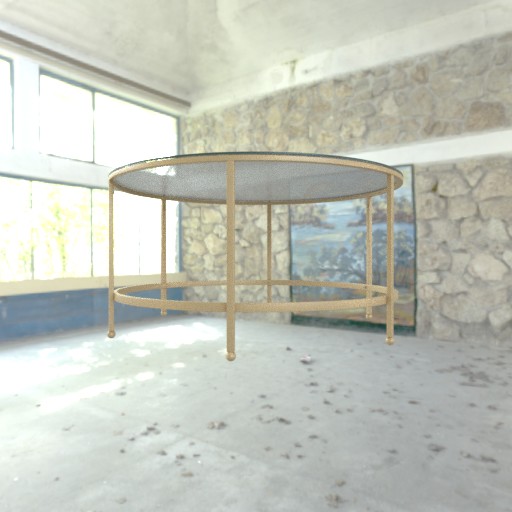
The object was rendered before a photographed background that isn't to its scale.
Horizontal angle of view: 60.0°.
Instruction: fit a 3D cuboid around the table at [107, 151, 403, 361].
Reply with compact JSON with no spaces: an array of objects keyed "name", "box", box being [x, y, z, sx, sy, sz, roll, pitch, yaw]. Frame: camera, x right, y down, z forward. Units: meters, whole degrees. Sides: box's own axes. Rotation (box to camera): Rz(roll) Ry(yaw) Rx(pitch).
[{"name":"table","box":[0.000,0.000,1.442,0.914,0.470,0.914,0,0,0]}]
